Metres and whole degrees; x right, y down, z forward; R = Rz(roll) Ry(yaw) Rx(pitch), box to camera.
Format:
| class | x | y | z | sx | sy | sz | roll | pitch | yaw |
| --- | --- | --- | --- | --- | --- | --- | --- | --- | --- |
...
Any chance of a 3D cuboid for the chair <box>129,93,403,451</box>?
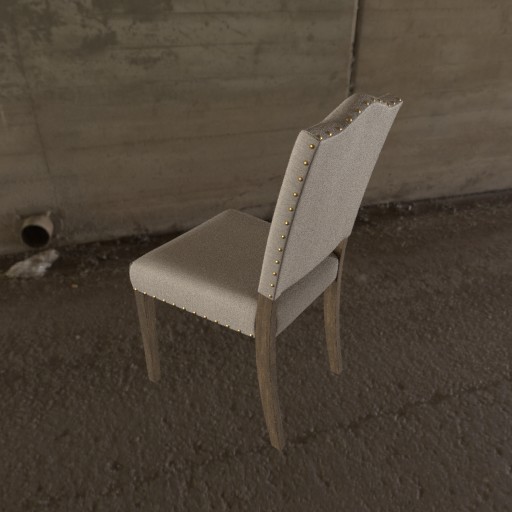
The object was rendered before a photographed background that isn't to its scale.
| class | x | y | z | sx | sy | sz | roll | pitch | yaw |
| --- | --- | --- | --- | --- | --- | --- | --- | --- | --- |
| chair | 0.000 | 0.000 | 1.362 | 0.620 | 1.020 | 0.508 | 21 | 37 | 30 |
